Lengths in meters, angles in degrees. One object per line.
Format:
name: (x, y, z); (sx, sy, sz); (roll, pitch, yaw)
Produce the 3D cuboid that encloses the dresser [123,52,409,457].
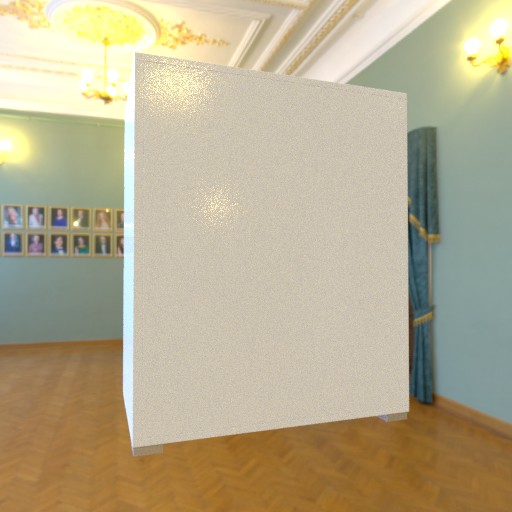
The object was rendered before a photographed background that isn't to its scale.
dresser: (0.000, 0.000, 1.168); (0.650, 0.800, 0.400); (0, -1, -19)
